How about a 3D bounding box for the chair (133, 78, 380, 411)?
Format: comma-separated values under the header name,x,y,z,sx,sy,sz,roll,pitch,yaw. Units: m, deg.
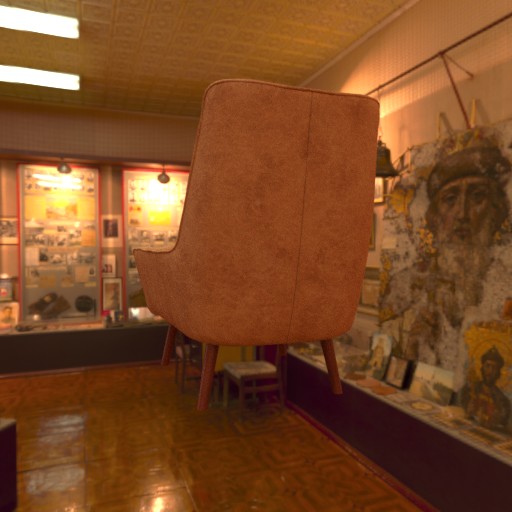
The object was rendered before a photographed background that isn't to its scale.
name,x,y,z,sx,sy,sz,roll,pitch,yaw
chair,0.000,0.000,1.505,0.753,0.883,0.851,0,1,-19
